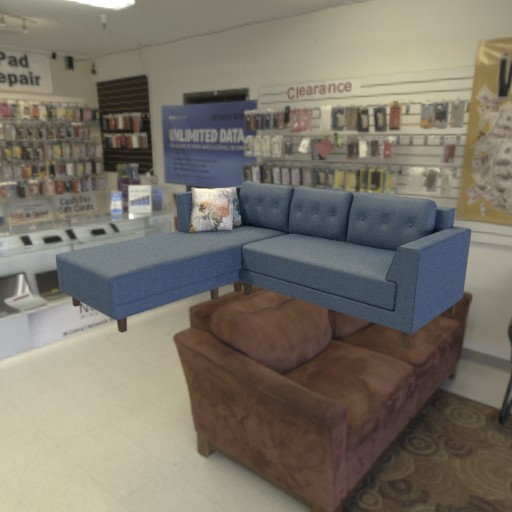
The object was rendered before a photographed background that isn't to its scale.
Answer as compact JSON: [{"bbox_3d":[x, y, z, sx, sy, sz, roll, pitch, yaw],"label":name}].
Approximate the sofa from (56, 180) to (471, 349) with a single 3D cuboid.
[{"bbox_3d":[0.000,0.000,2.986,2.120,0.787,1.829,14,21,42],"label":"sofa"}]
